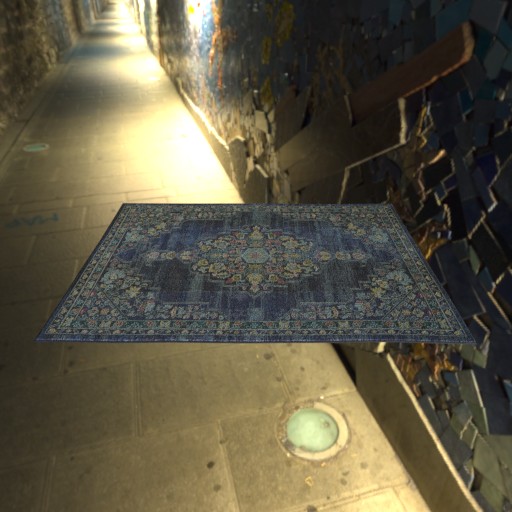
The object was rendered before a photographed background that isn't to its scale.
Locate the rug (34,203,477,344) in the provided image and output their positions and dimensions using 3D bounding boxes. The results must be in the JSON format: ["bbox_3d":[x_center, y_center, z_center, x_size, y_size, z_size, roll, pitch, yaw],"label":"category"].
[{"bbox_3d":[0.000,0.000,4.760,3.612,0.035,2.716,0,31,0],"label":"rug"}]
